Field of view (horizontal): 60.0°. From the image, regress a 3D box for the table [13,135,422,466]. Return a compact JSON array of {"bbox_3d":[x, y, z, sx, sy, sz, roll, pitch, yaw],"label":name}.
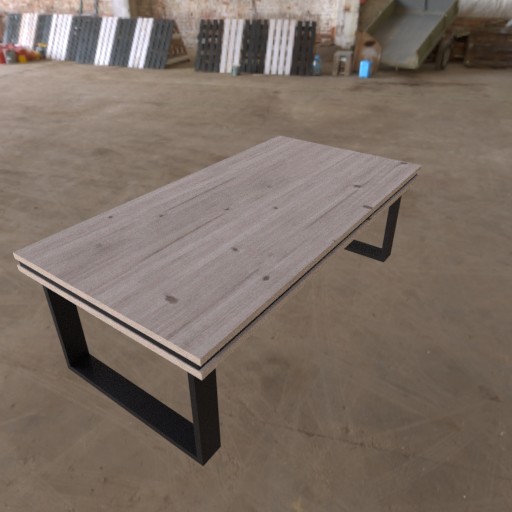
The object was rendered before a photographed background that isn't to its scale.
[{"bbox_3d":[0.000,0.000,1.647,0.700,0.450,1.350,21,38,30],"label":"table"}]
